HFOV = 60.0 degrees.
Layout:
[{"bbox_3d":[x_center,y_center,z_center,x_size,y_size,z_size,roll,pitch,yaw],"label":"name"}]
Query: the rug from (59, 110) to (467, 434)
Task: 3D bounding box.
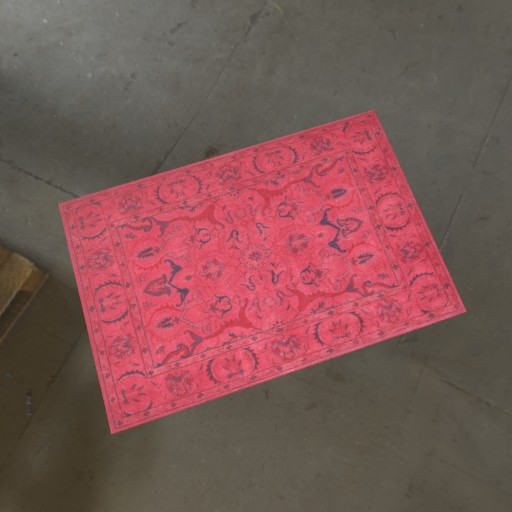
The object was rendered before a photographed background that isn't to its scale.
[{"bbox_3d":[0.000,0.000,2.285,1.814,0.008,1.209,-18,76,-5],"label":"rug"}]
